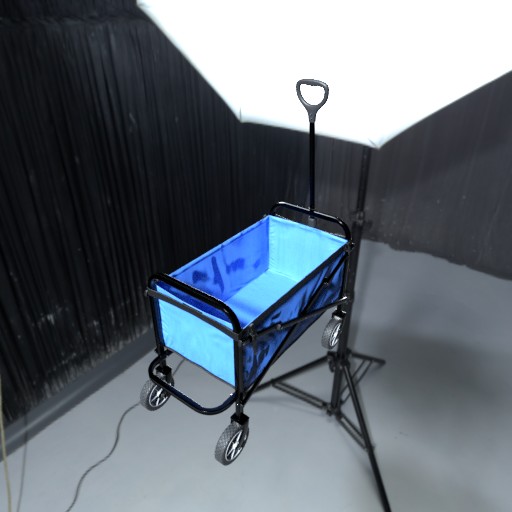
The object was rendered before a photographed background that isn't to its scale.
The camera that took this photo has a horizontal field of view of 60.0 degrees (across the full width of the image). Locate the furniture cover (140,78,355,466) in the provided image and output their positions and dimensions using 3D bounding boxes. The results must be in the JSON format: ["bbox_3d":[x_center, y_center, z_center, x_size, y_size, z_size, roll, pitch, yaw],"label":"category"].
[{"bbox_3d":[0.000,0.000,1.846,0.532,1.295,1.038,21,37,31],"label":"furniture cover"}]
